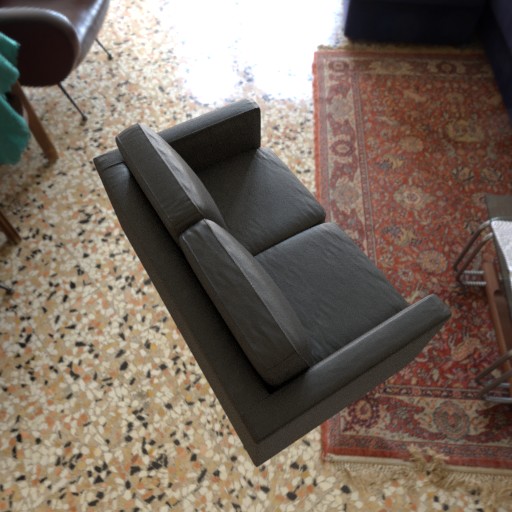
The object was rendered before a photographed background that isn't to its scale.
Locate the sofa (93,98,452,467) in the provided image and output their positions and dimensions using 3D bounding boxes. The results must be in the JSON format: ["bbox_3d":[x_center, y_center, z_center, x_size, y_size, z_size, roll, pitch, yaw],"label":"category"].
[{"bbox_3d":[0.000,0.000,2.008,0.879,0.899,1.430,-27,61,-16],"label":"sofa"}]
